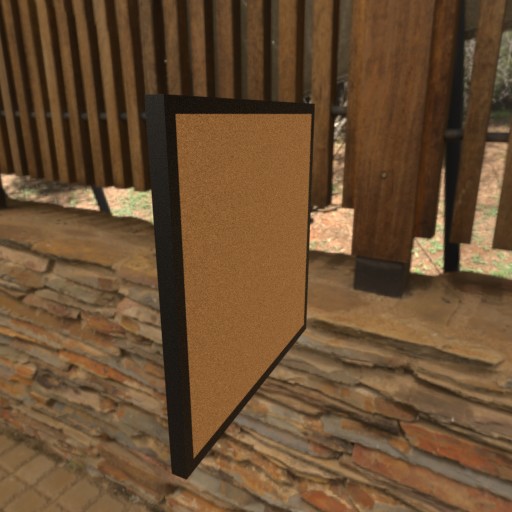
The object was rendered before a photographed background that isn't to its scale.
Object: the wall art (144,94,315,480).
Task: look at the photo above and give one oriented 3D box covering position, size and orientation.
[{"bbox_3d":[0.000,0.000,1.150,0.038,0.762,0.762,8,20,24],"label":"wall art"}]
